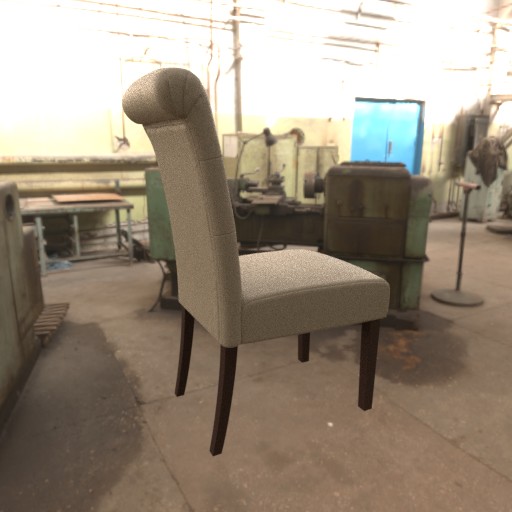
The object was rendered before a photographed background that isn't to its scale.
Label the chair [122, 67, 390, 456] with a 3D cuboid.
[{"bbox_3d":[0.000,0.000,1.352,0.671,1.006,0.456,-7,16,-26],"label":"chair"}]
